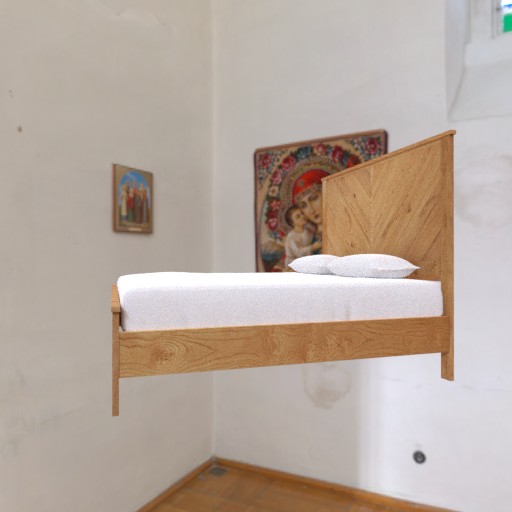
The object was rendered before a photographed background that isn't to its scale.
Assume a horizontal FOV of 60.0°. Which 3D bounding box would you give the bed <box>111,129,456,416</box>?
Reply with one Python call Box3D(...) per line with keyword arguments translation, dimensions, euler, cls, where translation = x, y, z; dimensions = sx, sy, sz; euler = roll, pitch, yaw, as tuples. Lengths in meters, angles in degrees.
Box3D(translation=(0.000, 0.000, 4.088), dimensions=(2.530, 1.938, 2.225), euler=(0, 0, -18), cls="bed")
